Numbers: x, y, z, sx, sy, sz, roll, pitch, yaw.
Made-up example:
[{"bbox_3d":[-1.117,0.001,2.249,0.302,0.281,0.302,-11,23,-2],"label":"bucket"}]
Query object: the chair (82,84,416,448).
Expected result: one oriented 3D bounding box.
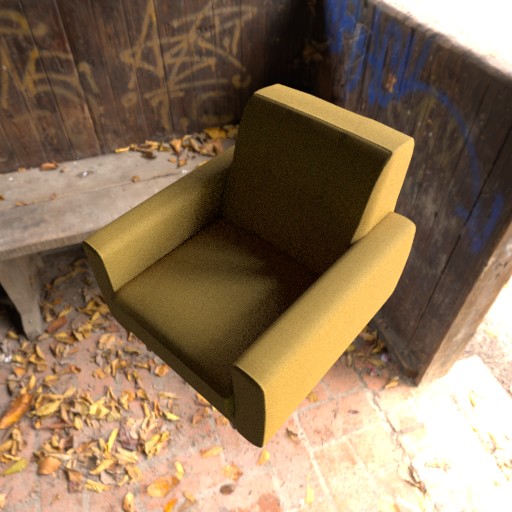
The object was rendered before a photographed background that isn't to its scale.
[{"bbox_3d":[0.000,0.000,1.611,0.831,0.841,0.909,33,55,27],"label":"chair"}]
